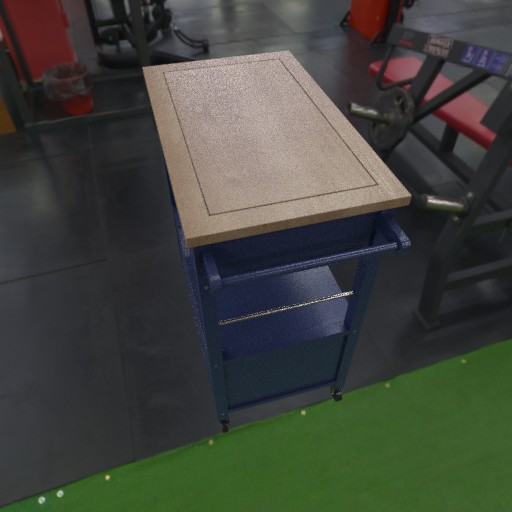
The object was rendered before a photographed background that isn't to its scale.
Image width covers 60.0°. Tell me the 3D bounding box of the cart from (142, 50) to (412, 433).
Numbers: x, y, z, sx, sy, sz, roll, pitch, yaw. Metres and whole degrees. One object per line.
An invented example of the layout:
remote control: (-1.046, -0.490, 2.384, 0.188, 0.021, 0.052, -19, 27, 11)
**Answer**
cart: (0.000, 0.000, 1.396, 0.459, 0.901, 0.840, -12, 47, -11)
